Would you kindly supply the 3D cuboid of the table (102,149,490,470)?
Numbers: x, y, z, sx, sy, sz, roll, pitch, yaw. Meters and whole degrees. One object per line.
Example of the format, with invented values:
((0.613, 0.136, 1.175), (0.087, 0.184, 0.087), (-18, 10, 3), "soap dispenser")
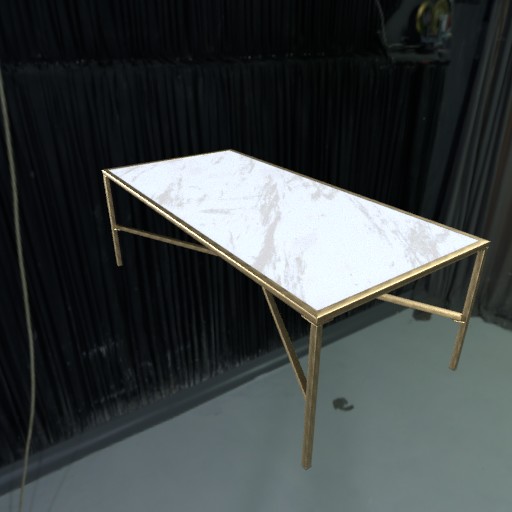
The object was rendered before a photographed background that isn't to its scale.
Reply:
((0.000, 0.000, 1.476), (0.577, 0.405, 1.197), (-18, 32, -31), "table")
